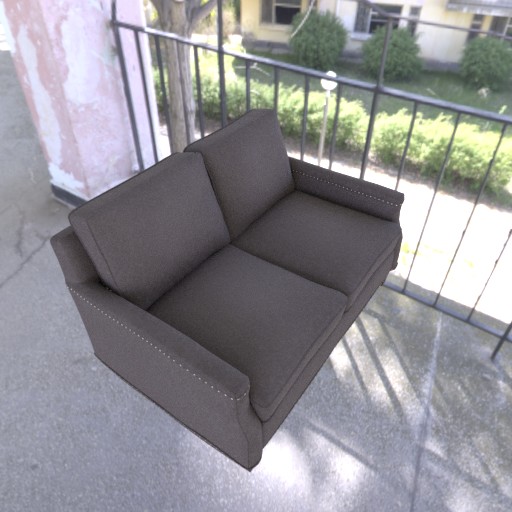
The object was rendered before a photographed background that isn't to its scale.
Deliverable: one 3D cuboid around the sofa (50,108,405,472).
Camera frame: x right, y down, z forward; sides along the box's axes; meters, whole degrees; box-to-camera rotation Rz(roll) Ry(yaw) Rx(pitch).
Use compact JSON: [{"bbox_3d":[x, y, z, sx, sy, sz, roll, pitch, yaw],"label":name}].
[{"bbox_3d":[0.000,0.000,2.302,1.084,1.003,1.597,25,46,26],"label":"sofa"}]
